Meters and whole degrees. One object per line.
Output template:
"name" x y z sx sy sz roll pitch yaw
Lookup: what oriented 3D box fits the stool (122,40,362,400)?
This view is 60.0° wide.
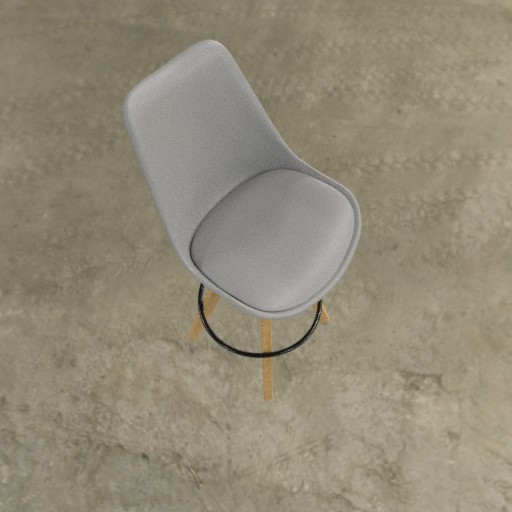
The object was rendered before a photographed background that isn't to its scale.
"stool" 0.000 0.000 1.377 0.550 1.115 0.485 33 64 18
